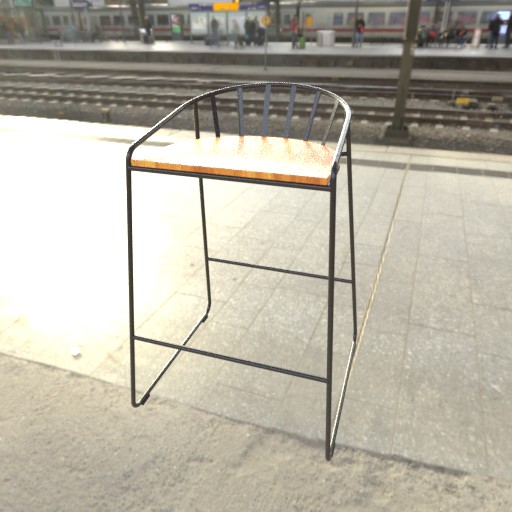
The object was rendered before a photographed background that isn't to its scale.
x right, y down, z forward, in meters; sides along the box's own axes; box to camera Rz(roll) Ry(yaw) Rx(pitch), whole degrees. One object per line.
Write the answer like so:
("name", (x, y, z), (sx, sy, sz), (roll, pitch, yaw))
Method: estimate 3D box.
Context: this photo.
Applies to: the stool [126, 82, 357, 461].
("stool", (0.000, 0.000, 1.169), (0.546, 0.812, 0.521), (9, 29, 16))
